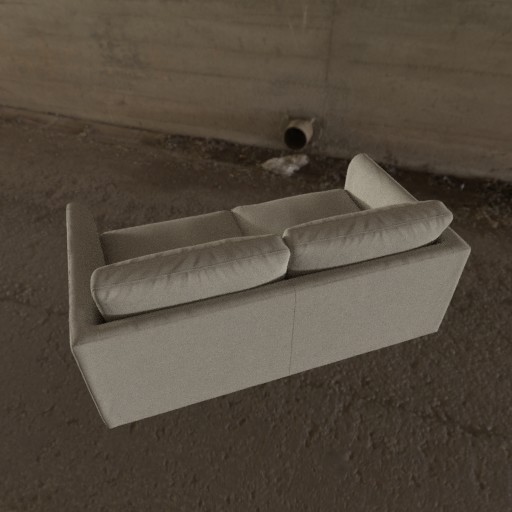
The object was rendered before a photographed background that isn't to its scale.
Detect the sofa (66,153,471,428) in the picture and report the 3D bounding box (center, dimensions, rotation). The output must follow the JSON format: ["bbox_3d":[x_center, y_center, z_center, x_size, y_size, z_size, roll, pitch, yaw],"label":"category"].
[{"bbox_3d":[0.000,0.000,2.482,1.905,0.839,1.091,-12,42,-14],"label":"sofa"}]
